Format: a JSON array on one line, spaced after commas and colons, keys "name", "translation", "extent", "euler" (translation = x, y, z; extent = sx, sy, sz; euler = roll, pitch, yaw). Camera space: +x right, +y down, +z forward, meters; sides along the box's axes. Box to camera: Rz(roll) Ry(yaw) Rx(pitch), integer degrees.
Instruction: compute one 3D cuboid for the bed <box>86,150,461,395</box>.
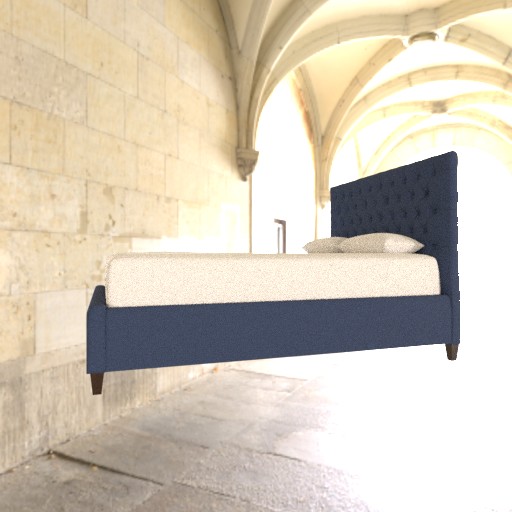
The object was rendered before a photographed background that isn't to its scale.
[{"name": "bed", "translation": [0.000, 0.000, 3.418], "extent": [2.387, 1.427, 1.706], "euler": [0, 0, -19]}]
